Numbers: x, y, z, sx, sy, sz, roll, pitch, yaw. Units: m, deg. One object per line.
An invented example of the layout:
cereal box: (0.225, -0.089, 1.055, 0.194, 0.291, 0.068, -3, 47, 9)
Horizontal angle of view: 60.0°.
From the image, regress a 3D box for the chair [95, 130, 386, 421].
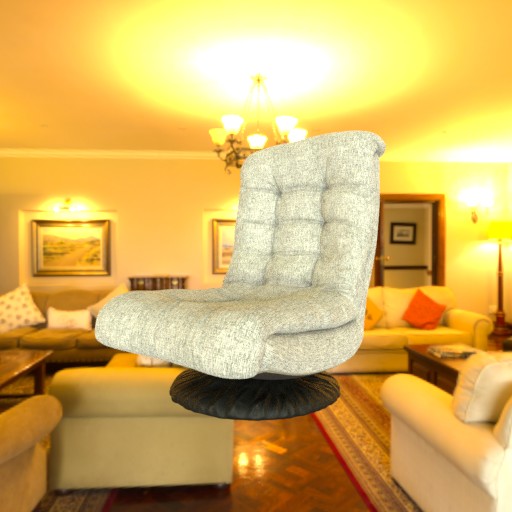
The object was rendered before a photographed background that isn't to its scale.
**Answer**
chair: (0.000, 0.000, 0.966, 0.400, 0.600, 0.583, 1, 1, 37)
